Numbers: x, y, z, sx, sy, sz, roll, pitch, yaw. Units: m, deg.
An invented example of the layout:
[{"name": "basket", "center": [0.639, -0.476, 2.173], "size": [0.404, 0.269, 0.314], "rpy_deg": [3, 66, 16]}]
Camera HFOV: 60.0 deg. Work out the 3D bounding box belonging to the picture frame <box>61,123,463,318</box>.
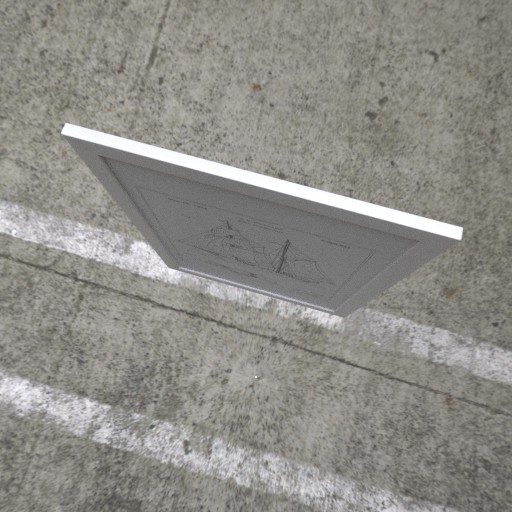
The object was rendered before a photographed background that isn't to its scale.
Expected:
[{"name": "picture frame", "center": [0.000, 0.000, 0.662], "size": [0.381, 0.534, 0.012], "rpy_deg": [16, 75, 4]}]
